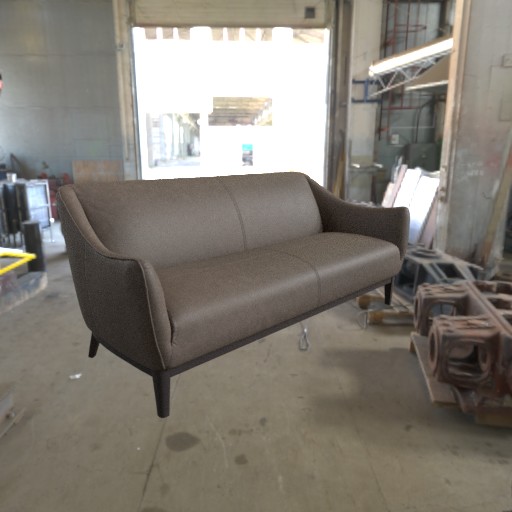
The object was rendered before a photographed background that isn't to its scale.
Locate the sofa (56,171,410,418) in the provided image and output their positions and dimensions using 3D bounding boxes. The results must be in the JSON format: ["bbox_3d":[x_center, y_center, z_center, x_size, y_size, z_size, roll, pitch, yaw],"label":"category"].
[{"bbox_3d":[0.000,0.000,2.415,0.869,0.831,1.928,13,19,43],"label":"sofa"}]
